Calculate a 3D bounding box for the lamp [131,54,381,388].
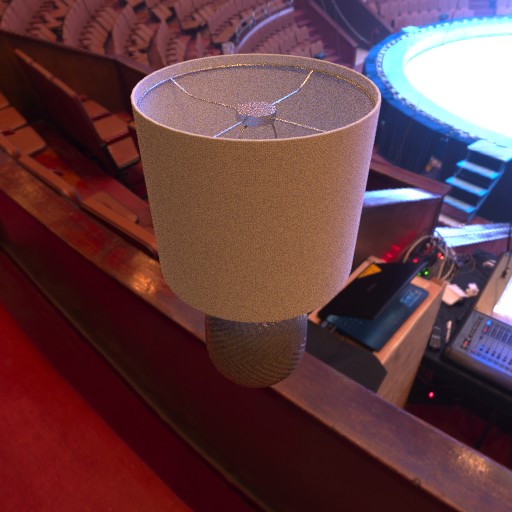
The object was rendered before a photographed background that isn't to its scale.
[{"bbox_3d":[0.000,0.000,0.489,0.207,0.366,0.207,24,45,26],"label":"lamp"}]
